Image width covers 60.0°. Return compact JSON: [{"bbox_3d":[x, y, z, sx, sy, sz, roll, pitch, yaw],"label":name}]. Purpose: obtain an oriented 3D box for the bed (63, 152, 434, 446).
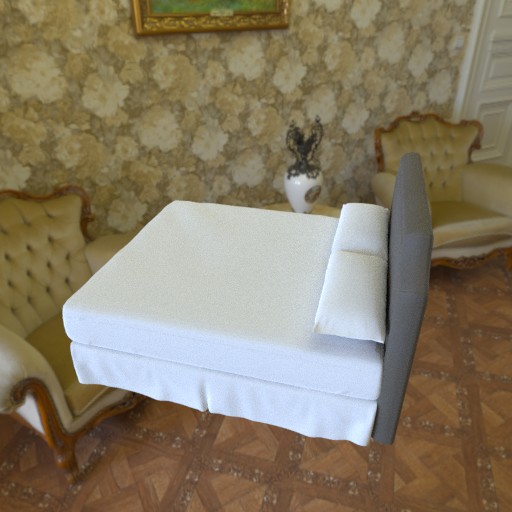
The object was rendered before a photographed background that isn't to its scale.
[{"bbox_3d":[0.000,0.000,3.839,2.536,1.561,2.194,8,31,13],"label":"bed"}]
